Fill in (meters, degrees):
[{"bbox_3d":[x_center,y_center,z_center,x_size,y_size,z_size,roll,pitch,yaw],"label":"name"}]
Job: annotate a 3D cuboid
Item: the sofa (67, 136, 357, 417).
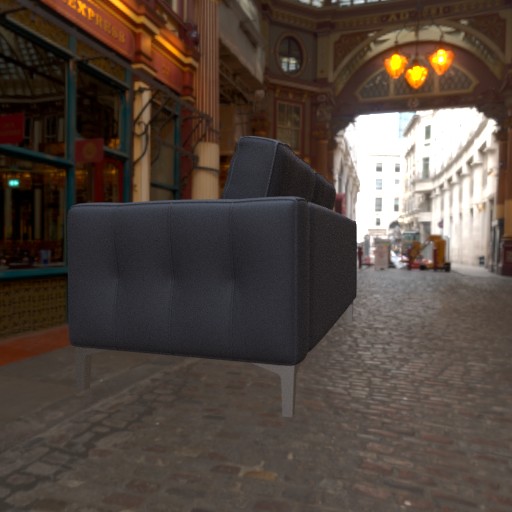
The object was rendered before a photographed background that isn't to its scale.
[{"bbox_3d":[0.000,0.000,2.190,0.833,0.893,1.726,1,2,18],"label":"sofa"}]
